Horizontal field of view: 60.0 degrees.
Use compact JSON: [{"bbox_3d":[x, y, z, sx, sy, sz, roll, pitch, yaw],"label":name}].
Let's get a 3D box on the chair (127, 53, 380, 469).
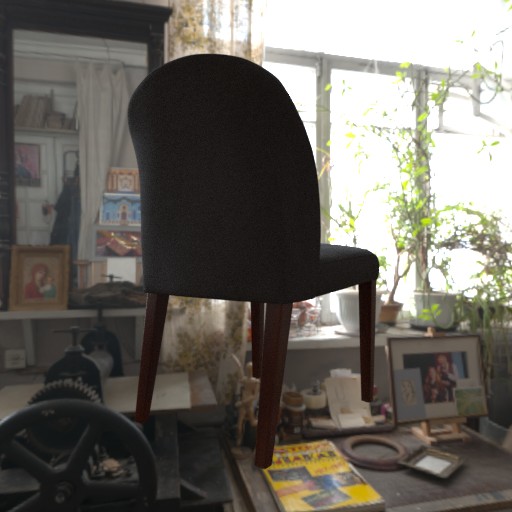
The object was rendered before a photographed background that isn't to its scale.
[{"bbox_3d":[0.000,0.000,1.235,0.506,0.879,0.619,0,0,38],"label":"chair"}]
